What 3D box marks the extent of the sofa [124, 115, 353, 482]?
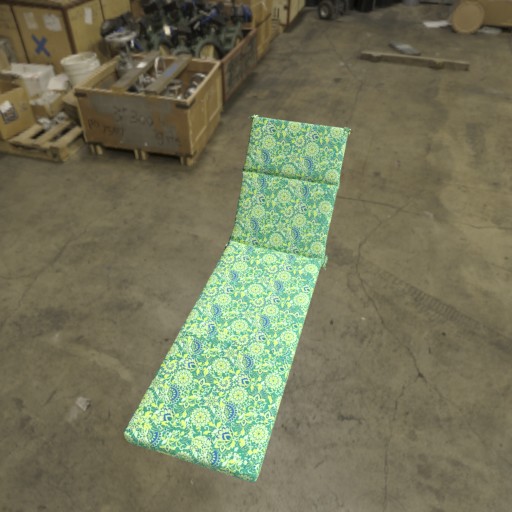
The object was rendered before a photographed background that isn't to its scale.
[{"bbox_3d":[0.000,0.000,1.998,0.582,0.622,1.663,12,43,13],"label":"sofa"}]
